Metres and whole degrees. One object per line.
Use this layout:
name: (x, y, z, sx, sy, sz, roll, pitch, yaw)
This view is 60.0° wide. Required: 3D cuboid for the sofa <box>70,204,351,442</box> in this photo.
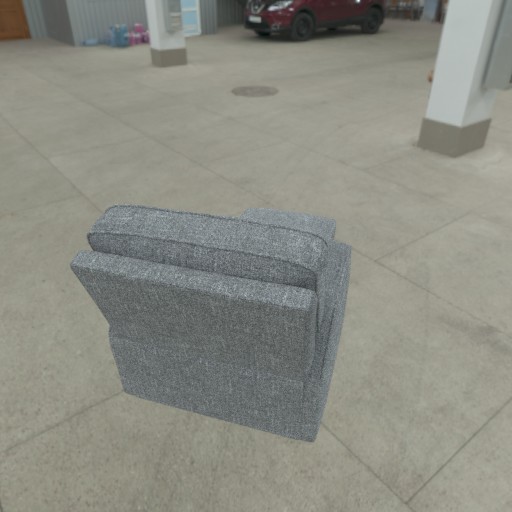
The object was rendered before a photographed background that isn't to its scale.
sofa: (0.000, 0.000, 2.030, 0.861, 0.959, 1.472, 9, 34, 14)
